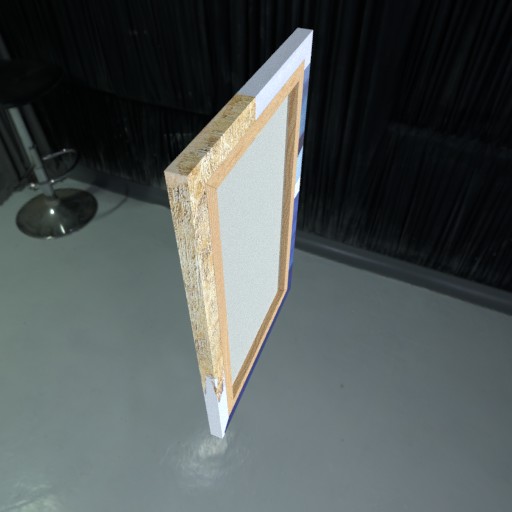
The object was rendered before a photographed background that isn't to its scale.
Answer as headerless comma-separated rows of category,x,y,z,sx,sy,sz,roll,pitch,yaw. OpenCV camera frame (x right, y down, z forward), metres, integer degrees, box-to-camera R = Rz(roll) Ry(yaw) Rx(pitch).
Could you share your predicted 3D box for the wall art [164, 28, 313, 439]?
wall art,0.000,0.000,1.145,0.039,0.911,0.607,16,48,15
